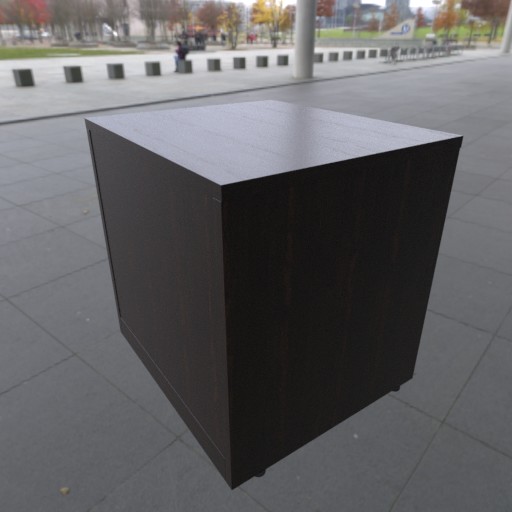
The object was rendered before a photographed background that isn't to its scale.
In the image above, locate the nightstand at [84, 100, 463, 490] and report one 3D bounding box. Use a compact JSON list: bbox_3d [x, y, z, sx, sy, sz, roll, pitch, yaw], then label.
[{"bbox_3d":[0.000,0.000,0.851,0.427,0.487,0.489,-17,32,-31],"label":"nightstand"}]
